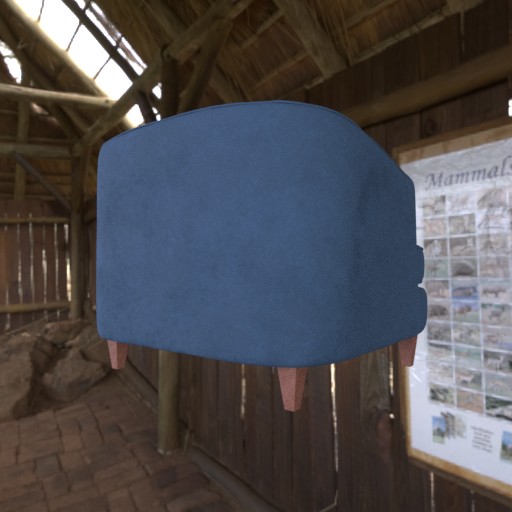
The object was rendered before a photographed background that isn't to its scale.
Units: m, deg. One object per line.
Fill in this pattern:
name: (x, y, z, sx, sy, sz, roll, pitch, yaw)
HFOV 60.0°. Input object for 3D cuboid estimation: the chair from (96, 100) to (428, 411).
chair: (0.000, 0.000, 1.733, 1.094, 0.852, 0.940, -1, -1, 37)
